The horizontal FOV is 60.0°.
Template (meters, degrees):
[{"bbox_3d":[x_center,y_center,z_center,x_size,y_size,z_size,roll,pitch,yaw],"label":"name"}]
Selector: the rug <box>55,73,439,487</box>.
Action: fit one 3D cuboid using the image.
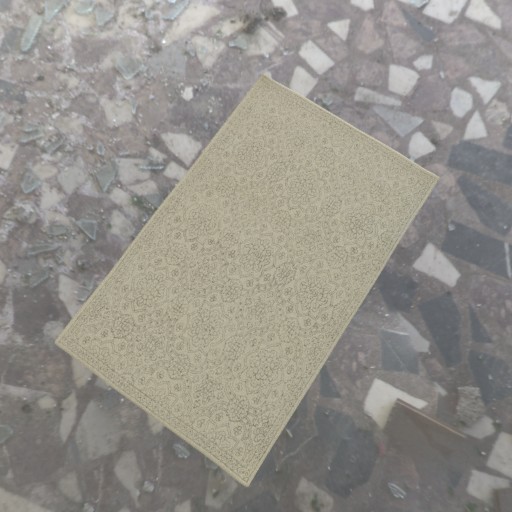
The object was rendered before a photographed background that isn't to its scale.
[{"bbox_3d":[0.000,0.000,2.403,1.214,0.023,1.947,33,78,8],"label":"rug"}]
